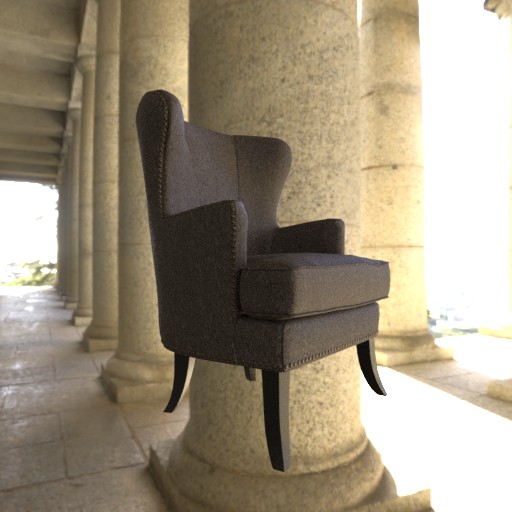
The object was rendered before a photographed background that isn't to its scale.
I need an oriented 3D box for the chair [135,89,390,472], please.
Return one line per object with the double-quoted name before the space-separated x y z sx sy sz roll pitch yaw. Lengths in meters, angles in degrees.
"chair" 0.000 0.000 1.590 0.758 1.060 0.759 0 -1 35
